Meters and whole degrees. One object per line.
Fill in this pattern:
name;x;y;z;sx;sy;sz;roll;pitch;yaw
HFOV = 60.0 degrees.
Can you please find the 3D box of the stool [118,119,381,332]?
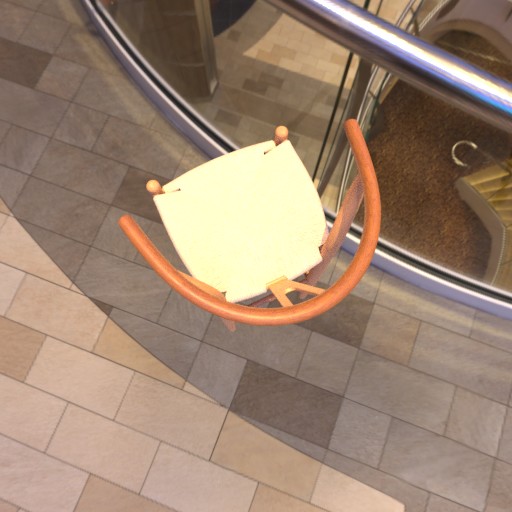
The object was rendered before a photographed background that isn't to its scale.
stool;0.000;0.000;1.401;0.574;1.068;0.561;-24;76;-6
